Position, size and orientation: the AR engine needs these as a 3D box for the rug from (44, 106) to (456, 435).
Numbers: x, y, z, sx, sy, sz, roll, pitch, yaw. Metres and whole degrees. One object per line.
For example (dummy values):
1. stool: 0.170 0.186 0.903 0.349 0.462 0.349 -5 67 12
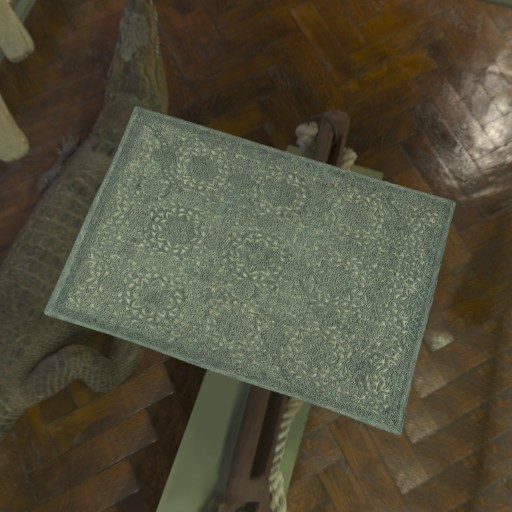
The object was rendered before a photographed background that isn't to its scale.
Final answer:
1. rug: 0.000 0.000 2.276 1.830 0.016 1.224 18 77 4
